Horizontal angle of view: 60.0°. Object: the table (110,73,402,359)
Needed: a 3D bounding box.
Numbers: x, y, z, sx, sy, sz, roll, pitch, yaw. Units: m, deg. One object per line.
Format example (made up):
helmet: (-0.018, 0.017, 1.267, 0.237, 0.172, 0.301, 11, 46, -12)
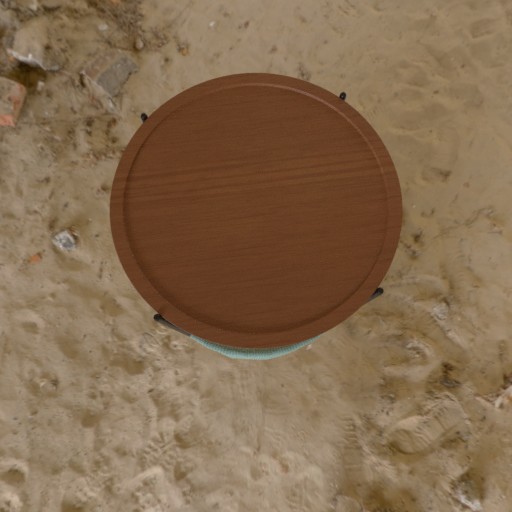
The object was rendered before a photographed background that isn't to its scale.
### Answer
table: (0.000, 0.000, 0.883, 0.400, 0.623, 0.400, -7, 76, -2)
